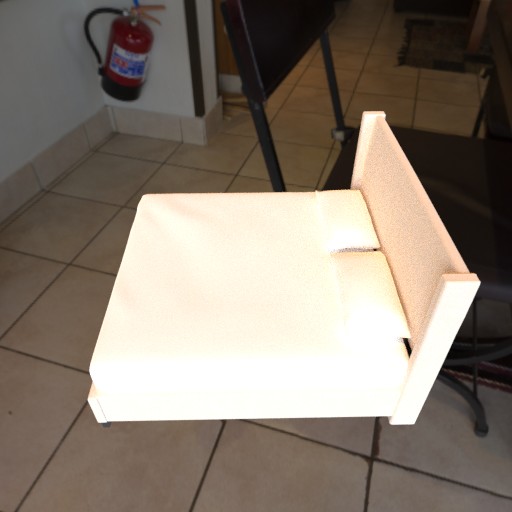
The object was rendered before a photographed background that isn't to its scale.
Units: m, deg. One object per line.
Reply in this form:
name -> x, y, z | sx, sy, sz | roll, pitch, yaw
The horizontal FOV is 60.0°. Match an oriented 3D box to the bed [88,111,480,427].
bed -> 0.000, 0.000, 3.554 | 2.293, 1.471, 2.145 | -1, 41, -1
